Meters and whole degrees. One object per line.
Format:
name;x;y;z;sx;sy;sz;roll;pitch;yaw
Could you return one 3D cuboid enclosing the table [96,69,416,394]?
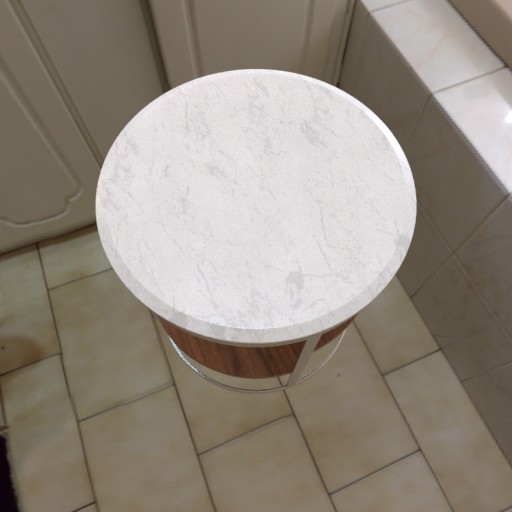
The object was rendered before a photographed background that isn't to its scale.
table;0.000;0.000;0.766;0.407;0.447;0.407;0;65;0
